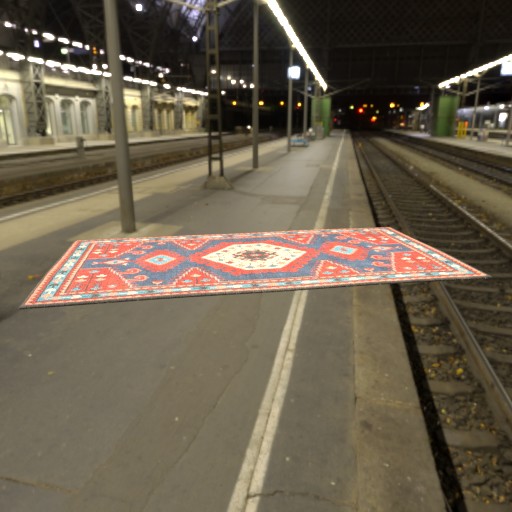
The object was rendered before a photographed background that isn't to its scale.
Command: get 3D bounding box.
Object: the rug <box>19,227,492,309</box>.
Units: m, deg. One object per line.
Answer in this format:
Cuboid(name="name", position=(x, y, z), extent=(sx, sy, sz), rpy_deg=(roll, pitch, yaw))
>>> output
Cuboid(name="rug", position=(0.000, 0.000, 3.504), extent=(3.032, 0.034, 1.522), rpy_deg=(-3, 17, -10))
